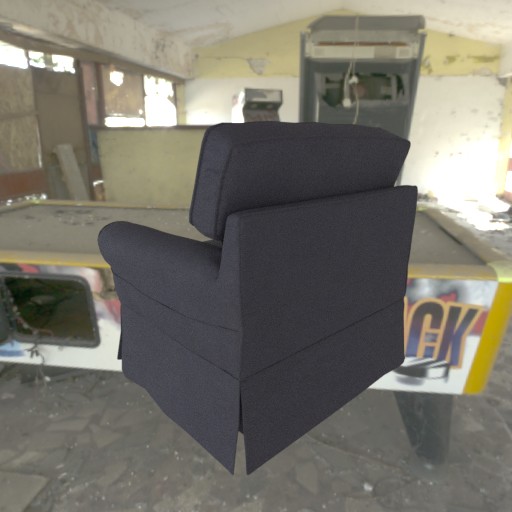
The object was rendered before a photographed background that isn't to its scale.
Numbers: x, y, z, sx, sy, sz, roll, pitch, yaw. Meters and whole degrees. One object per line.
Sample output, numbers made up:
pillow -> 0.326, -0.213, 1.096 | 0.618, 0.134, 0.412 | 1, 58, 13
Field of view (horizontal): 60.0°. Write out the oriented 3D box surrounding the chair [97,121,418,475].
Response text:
chair -> 0.000, 0.000, 1.987 | 1.119, 1.140, 1.002 | -14, 21, -42
